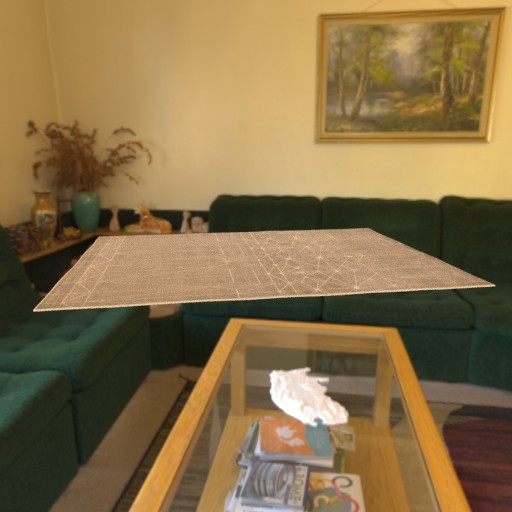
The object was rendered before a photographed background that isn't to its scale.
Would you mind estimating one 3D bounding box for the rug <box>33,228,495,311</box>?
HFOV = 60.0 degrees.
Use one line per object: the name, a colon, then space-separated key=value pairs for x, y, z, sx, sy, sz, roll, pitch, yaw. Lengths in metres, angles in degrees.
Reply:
rug: x=0.000 y=0.000 z=4.325 sx=3.357 sy=0.019 sz=2.449 roll=-2 pitch=14 yaw=-9
